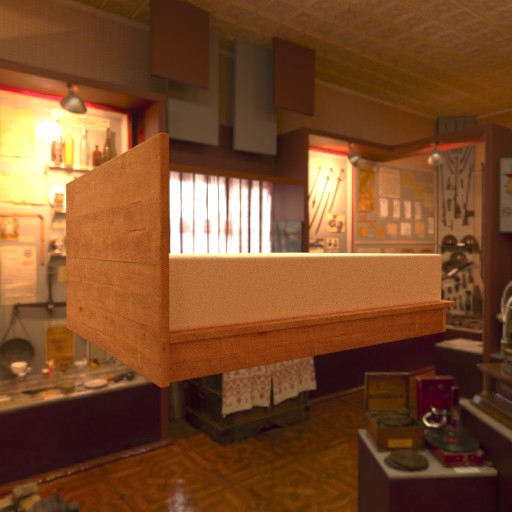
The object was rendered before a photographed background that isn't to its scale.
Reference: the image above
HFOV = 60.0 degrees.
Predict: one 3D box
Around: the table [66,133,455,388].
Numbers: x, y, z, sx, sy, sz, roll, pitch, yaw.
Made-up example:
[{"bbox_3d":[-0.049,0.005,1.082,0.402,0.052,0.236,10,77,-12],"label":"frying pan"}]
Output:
[{"bbox_3d":[0.000,0.000,3.116,2.149,1.041,1.707,-1,1,-35],"label":"table"}]
